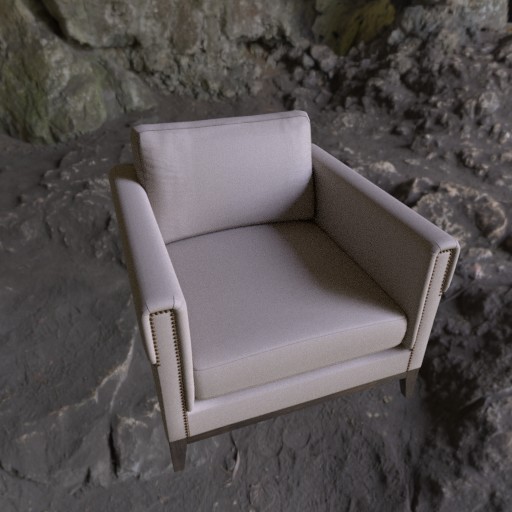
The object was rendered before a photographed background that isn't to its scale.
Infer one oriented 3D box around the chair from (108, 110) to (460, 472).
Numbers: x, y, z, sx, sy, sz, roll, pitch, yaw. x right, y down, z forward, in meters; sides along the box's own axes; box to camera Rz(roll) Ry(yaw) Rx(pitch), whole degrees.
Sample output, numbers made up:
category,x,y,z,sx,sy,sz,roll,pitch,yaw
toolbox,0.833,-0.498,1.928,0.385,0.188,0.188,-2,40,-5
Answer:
category,x,y,z,sx,sy,sz,roll,pitch,yaw
chair,0.000,0.000,1.626,0.914,0.838,0.959,-11,34,-17
